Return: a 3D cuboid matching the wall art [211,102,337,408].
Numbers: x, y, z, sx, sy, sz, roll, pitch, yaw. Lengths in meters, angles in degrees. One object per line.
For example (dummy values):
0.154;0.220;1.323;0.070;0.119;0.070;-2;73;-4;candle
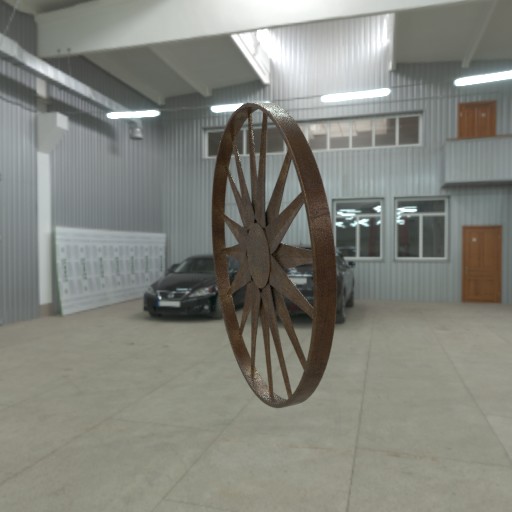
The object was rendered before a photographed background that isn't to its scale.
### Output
0.000;0.000;0.888;0.084;0.583;0.582;0;1;-19;wall art
